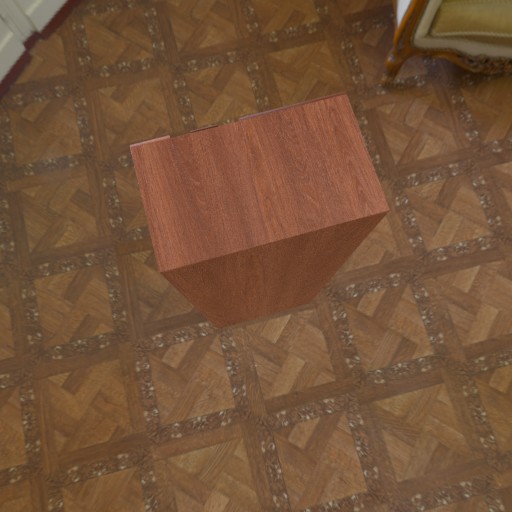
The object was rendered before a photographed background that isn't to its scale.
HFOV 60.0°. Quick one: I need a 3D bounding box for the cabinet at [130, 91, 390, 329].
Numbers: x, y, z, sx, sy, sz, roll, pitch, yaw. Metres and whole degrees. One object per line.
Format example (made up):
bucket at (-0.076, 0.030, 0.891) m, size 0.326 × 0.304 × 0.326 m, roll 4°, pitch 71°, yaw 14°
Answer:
cabinet at (0.000, 0.000, 2.227) m, size 0.660 × 1.980 × 0.420 m, roll -15°, pitch 77°, yaw -4°
